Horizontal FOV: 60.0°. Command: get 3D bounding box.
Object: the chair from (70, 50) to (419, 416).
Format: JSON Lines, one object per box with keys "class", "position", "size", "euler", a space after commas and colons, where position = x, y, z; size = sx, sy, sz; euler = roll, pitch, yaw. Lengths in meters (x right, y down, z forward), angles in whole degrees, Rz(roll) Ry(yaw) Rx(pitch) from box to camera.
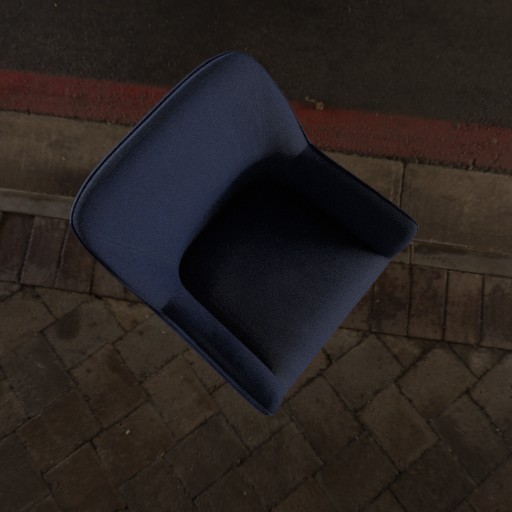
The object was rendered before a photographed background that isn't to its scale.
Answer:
{"class": "chair", "position": [0.000, 0.000, 1.239], "size": [0.600, 0.820, 0.600], "euler": [39, 80, 8]}
